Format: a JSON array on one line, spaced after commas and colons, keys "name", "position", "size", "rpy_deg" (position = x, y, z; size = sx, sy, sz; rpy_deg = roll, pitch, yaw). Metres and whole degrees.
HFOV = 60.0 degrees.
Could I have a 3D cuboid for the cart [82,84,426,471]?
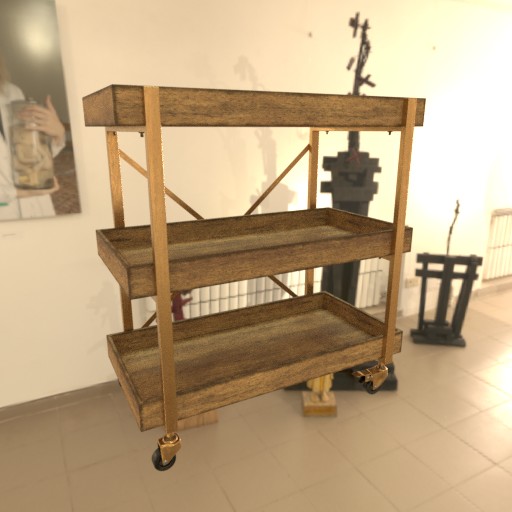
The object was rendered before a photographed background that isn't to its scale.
[{"name": "cart", "position": [0.000, 0.000, 1.186], "size": [0.750, 0.799, 0.416], "rpy_deg": [-8, 18, -27]}]
